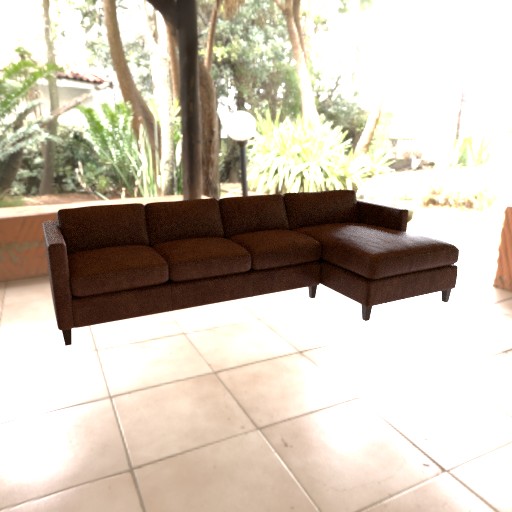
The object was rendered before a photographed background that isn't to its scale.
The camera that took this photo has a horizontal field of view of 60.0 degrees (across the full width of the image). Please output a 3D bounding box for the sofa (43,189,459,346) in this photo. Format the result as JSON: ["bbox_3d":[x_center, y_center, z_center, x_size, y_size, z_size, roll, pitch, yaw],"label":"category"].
[{"bbox_3d":[0.000,0.000,3.796,3.203,0.883,1.581,-8,17,-26],"label":"sofa"}]
